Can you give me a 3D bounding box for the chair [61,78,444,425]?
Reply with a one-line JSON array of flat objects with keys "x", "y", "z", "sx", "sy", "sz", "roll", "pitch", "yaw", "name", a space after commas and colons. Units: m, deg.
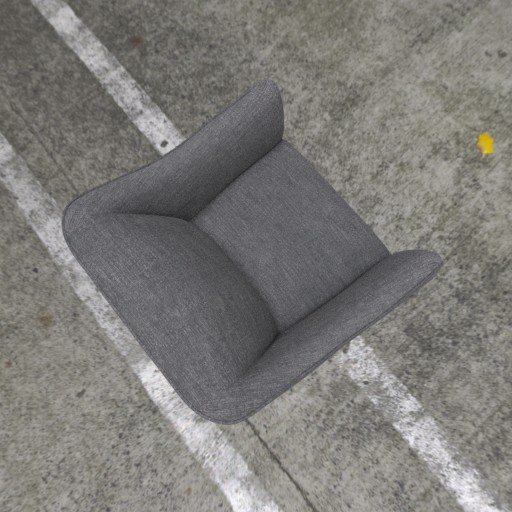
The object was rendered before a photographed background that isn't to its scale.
[{"x": 0.000, "y": 0.000, "z": 1.551, "sx": 0.851, "sy": 0.829, "sz": 0.870, "roll": -39, "pitch": 79, "yaw": -9, "name": "chair"}]
